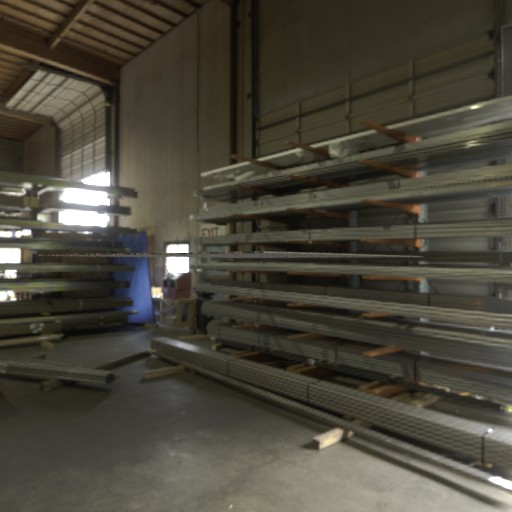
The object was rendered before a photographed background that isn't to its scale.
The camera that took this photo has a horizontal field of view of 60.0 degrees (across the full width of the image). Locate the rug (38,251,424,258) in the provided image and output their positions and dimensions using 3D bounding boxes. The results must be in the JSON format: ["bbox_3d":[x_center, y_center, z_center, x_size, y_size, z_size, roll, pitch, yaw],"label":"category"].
[{"bbox_3d":[0.000,0.000,4.403,2.379,0.011,3.221,0,-1,36],"label":"rug"}]
